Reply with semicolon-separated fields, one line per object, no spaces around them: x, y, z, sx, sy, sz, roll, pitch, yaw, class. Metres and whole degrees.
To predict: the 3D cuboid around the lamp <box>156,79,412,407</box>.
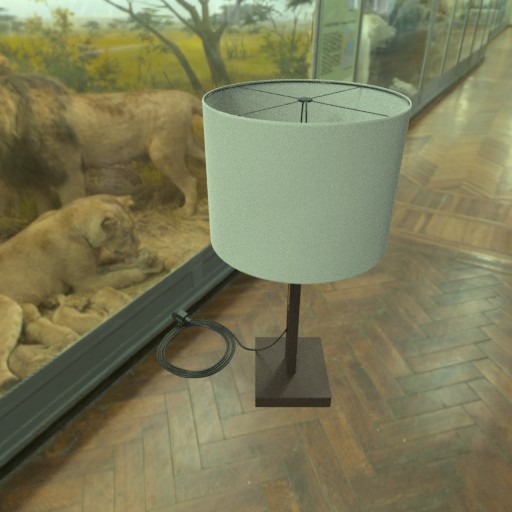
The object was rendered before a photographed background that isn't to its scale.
0.000;0.000;0.958;0.525;0.668;0.396;0;31;0;lamp
